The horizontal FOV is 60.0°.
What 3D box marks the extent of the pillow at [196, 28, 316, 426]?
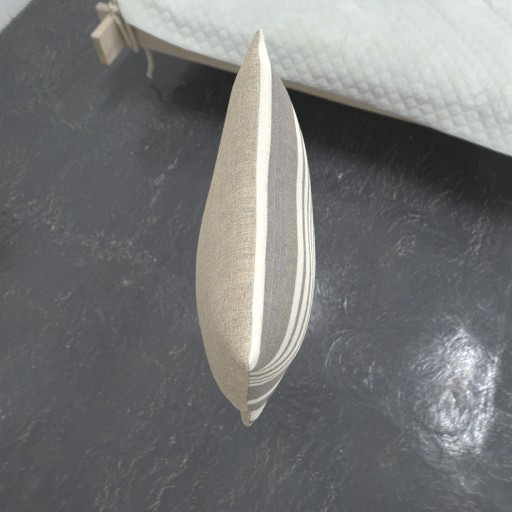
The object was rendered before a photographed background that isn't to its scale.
[{"bbox_3d":[0.000,0.000,0.656,0.182,0.440,0.439,2,65,1],"label":"pillow"}]
